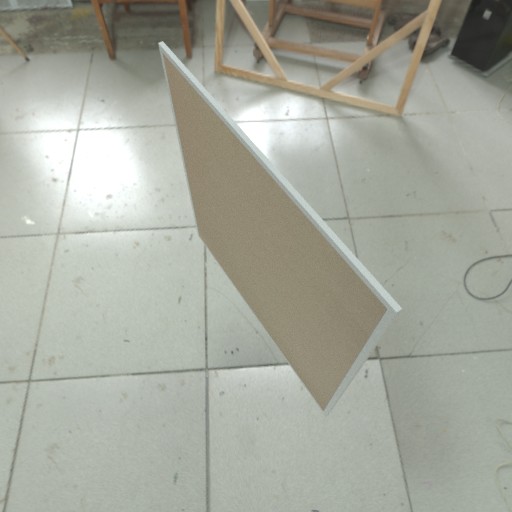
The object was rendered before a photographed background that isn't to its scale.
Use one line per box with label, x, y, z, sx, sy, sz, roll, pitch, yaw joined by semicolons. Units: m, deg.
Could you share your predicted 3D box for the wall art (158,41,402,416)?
wall art;0.000;0.000;0.680;0.007;0.456;0.456;-29;64;-16
